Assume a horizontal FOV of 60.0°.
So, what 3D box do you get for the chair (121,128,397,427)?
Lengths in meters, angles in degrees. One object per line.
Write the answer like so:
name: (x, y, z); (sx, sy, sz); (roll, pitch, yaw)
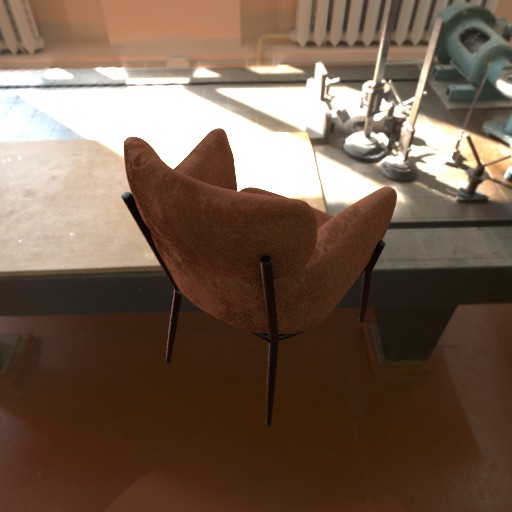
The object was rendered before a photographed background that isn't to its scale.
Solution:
chair: (0.000, 0.000, 1.162); (0.561, 0.772, 0.523); (25, 51, 22)
